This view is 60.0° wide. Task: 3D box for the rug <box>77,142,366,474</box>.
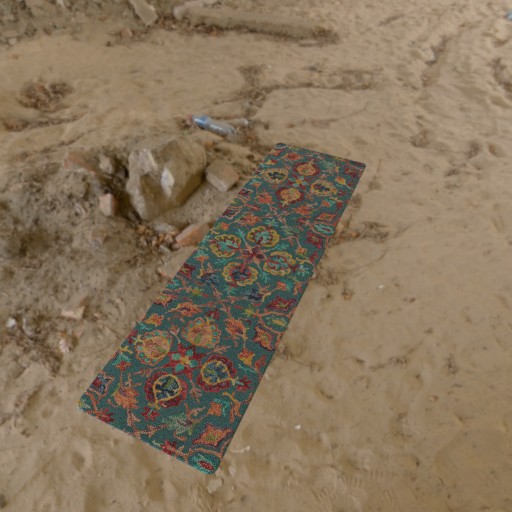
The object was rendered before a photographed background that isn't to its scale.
[{"bbox_3d":[0.000,0.000,2.532,0.686,0.013,2.286,18,49,17],"label":"rug"}]
